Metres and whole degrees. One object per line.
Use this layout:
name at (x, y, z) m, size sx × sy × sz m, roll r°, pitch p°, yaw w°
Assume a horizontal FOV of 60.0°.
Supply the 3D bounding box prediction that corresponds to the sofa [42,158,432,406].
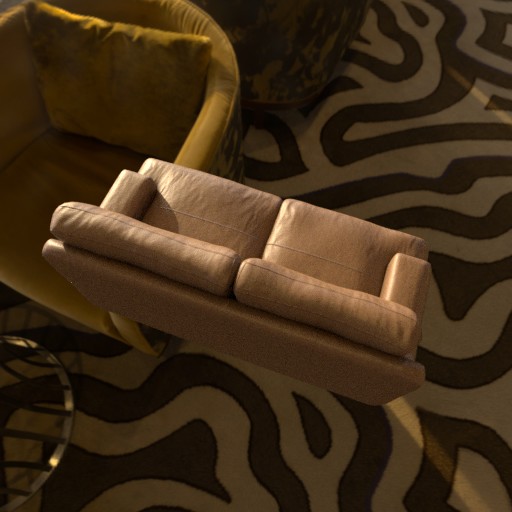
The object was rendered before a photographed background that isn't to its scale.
sofa at (0.000, 0.000, 2.437) m, size 1.855 × 0.980 × 0.962 m, roll 18°, pitch 65°, yaw 8°
